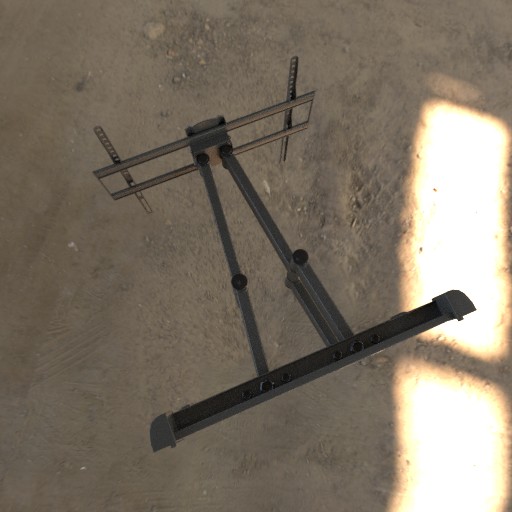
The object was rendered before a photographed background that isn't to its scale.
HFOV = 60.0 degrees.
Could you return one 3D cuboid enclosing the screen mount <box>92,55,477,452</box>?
[{"bbox_3d":[0.000,0.000,0.943,0.571,0.424,0.556,-22,76,-6],"label":"screen mount"}]
